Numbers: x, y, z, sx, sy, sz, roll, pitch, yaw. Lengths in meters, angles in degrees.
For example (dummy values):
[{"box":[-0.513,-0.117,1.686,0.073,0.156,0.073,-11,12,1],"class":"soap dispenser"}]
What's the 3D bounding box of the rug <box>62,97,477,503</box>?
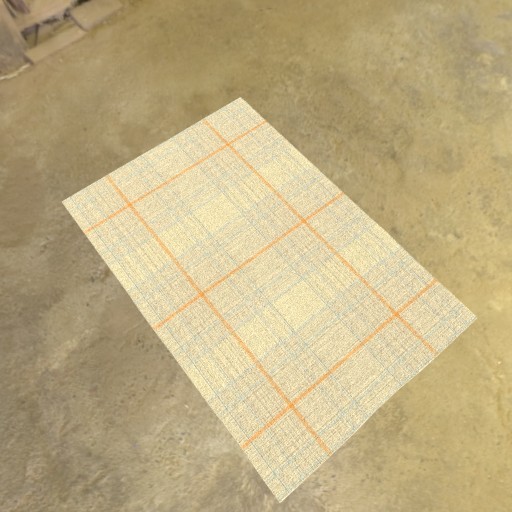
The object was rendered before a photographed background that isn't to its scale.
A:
[{"box":[0.000,0.000,2.244,1.232,0.015,1.825,-36,69,-16],"class":"rug"}]
